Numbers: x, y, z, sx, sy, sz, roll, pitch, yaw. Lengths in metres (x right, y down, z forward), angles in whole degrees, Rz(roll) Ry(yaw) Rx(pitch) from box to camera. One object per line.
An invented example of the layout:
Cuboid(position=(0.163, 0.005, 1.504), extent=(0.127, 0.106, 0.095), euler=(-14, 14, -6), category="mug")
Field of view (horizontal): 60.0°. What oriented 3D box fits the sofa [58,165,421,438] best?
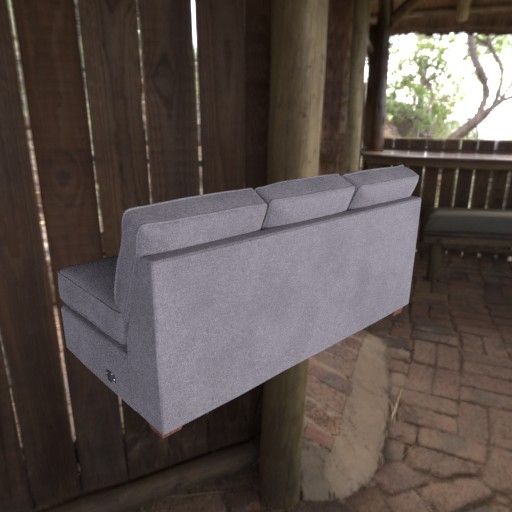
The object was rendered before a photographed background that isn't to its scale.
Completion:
Cuboid(position=(0.000, 0.000, 2.588), extent=(1.962, 0.973, 1.027), euler=(-15, 23, -41), category="sofa")
